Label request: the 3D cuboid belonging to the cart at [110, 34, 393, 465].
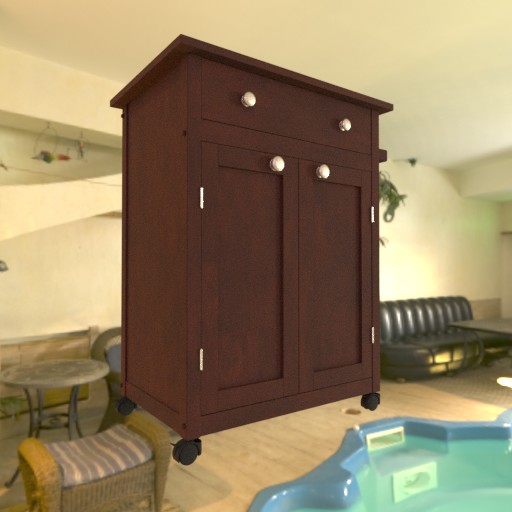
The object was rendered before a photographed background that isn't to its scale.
[{"bbox_3d":[0.000,0.000,1.245,0.683,0.864,0.442,1,-1,-36],"label":"cart"}]
